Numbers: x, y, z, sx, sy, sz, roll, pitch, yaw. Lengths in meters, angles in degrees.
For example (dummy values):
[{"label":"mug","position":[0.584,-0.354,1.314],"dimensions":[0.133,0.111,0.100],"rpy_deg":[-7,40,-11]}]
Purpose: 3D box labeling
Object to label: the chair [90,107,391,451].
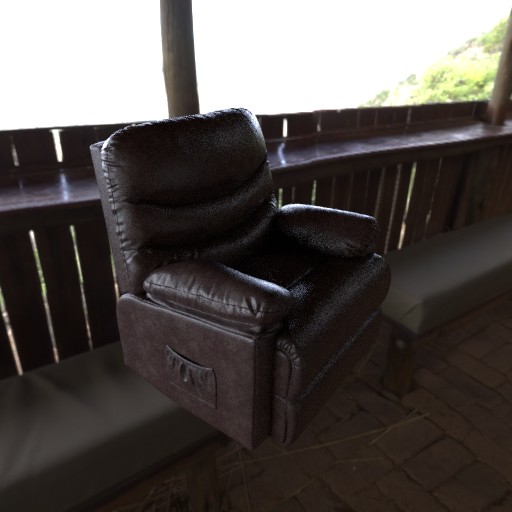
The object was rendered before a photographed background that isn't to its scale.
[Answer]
[{"label":"chair","position":[0.000,0.000,1.768],"dimensions":[0.879,1.041,0.940],"rpy_deg":[17,30,32]}]
